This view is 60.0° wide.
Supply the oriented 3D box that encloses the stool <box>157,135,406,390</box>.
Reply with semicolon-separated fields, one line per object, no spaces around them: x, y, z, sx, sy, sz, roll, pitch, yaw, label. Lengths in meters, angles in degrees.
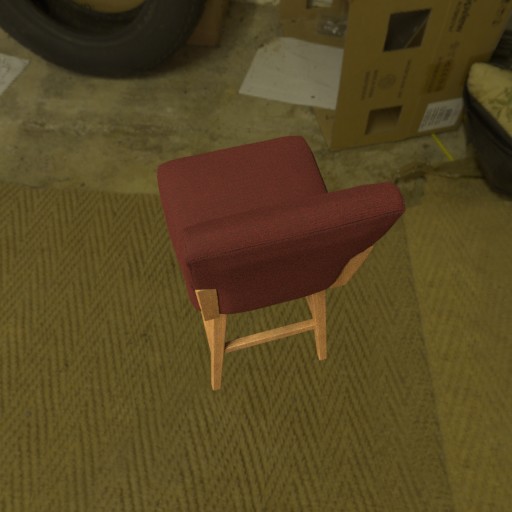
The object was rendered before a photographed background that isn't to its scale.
0.000;0.000;1.340;0.468;1.093;0.562;-14;60;-8;stool
